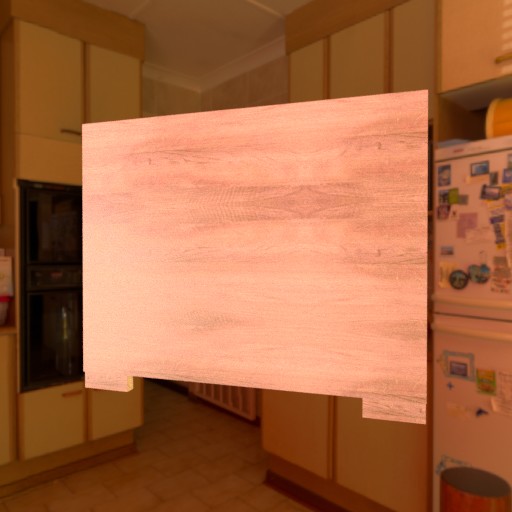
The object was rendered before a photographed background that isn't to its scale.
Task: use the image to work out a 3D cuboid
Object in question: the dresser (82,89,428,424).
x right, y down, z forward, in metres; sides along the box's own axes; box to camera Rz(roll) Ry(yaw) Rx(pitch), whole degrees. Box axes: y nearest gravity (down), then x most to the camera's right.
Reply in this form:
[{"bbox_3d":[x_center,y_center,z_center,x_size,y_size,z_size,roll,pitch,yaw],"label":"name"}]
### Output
[{"bbox_3d":[0.000,0.000,1.415,0.994,0.816,0.404,0,1,17],"label":"dresser"}]
